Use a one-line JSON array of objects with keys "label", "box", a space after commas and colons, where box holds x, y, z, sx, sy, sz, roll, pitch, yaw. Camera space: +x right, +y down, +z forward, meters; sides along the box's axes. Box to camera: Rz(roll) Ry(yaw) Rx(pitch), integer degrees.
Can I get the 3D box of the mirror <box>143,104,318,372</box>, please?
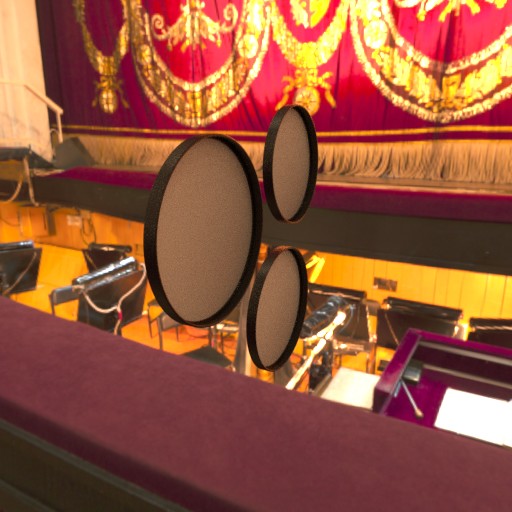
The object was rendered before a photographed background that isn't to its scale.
[{"label": "mirror", "box": [0.000, 0.000, 3.114, 0.076, 2.096, 2.160, 8, 17, 27]}]
